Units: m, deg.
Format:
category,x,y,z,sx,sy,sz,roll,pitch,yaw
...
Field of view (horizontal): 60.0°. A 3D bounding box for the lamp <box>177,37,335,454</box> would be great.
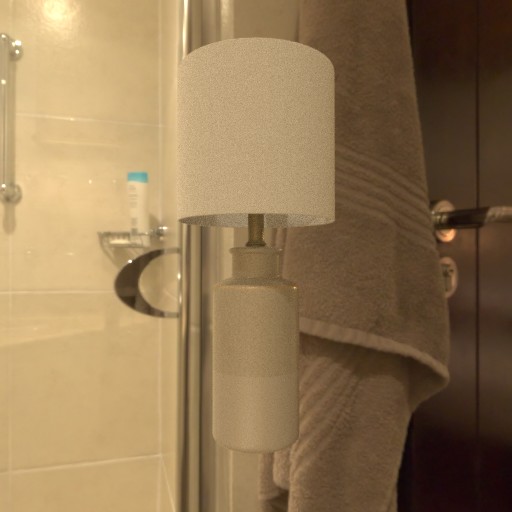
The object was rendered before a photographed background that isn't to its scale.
category,x,y,z,sx,sy,sz,roll,pitch,yaw
lamp,0.000,0.000,0.605,0.212,0.493,0.212,-1,-1,36
